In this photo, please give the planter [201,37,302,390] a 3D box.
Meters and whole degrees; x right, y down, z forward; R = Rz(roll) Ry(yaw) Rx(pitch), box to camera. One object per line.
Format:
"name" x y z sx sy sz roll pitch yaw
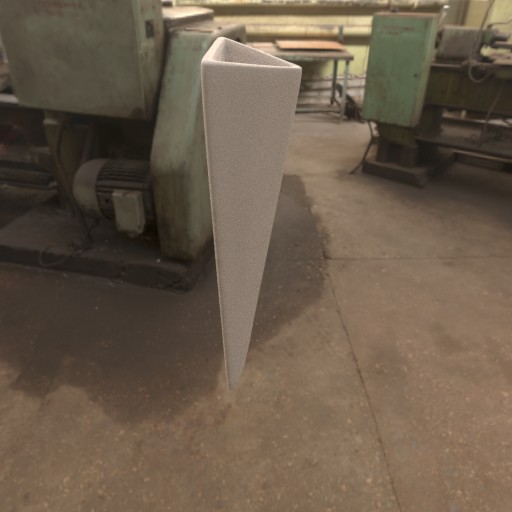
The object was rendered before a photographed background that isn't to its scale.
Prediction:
"planter" 0.000 0.000 0.393 0.065 0.338 0.143 0 31 0
